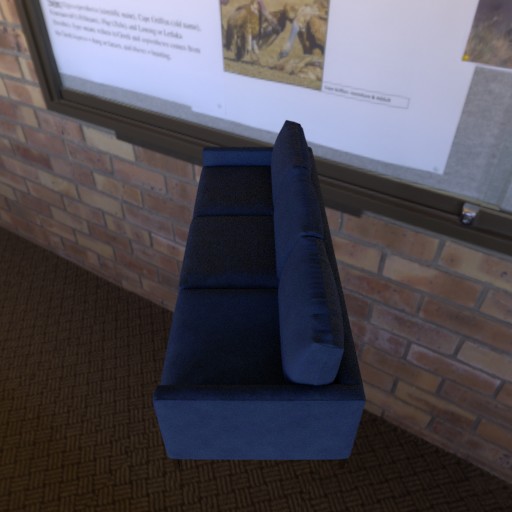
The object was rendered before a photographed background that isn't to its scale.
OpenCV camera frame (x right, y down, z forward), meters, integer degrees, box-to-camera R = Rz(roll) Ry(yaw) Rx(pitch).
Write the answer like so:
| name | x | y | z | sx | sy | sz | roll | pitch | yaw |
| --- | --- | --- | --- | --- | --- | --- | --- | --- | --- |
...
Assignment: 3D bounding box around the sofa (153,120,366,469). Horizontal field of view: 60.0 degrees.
| name | x | y | z | sx | sy | sz | roll | pitch | yaw |
| --- | --- | --- | --- | --- | --- | --- | --- | --- | --- |
| sofa | 0.000 | 0.000 | 2.707 | 0.875 | 0.879 | 2.252 | 0 | 40 | 0 |
